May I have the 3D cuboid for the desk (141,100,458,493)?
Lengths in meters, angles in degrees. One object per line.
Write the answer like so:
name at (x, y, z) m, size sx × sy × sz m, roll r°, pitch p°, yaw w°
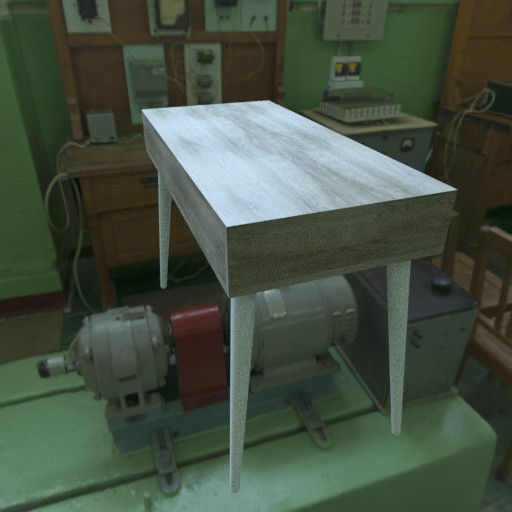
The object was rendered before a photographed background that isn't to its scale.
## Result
desk at (0.000, 0.000, 1.366) m, size 0.491 × 0.723 × 0.979 m, roll -11°, pitch 31°, yaw -18°
